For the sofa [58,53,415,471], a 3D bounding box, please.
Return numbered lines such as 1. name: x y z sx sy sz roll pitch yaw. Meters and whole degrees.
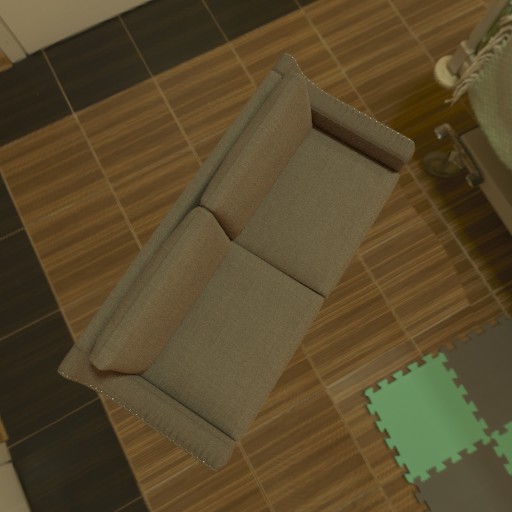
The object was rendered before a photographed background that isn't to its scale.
1. sofa: 0.000 0.000 2.655 1.000 0.857 2.208 32 79 7
